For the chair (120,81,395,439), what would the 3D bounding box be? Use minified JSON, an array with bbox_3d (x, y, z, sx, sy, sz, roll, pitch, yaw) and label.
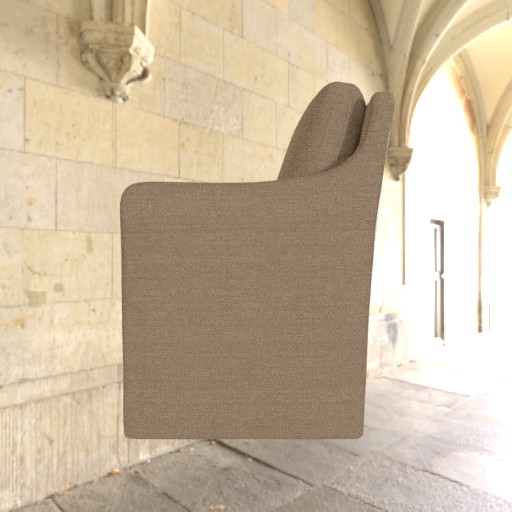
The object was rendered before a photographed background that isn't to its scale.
[{"bbox_3d":[0.000,0.000,1.377,0.694,0.914,0.626,0,0,0],"label":"chair"}]
